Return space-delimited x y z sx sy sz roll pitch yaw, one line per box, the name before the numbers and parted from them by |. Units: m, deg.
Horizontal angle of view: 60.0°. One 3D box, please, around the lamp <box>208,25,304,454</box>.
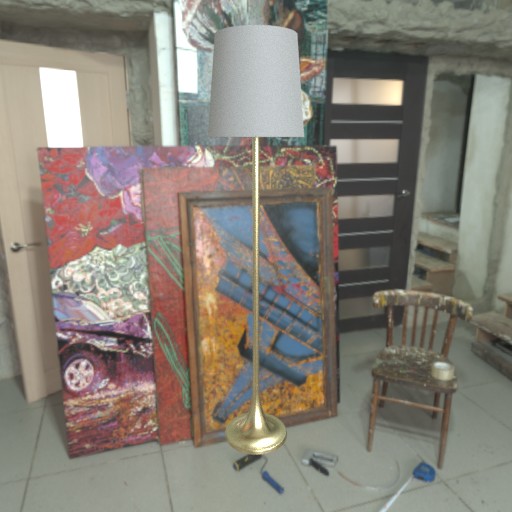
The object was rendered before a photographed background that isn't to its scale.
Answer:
lamp | 0.000 0.000 1.669 0.337 1.543 0.337 0 15 0
